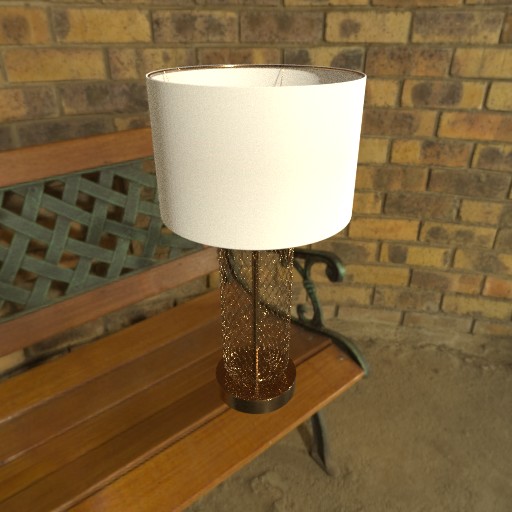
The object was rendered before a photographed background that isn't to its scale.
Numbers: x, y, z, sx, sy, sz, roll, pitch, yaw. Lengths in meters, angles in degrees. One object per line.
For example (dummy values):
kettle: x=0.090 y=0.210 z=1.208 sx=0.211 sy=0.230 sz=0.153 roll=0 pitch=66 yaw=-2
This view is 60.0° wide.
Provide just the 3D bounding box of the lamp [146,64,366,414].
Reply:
lamp: x=0.000 y=0.000 z=0.630 sx=0.252 sy=0.483 sz=0.252 roll=9 pitch=29 yaw=16
